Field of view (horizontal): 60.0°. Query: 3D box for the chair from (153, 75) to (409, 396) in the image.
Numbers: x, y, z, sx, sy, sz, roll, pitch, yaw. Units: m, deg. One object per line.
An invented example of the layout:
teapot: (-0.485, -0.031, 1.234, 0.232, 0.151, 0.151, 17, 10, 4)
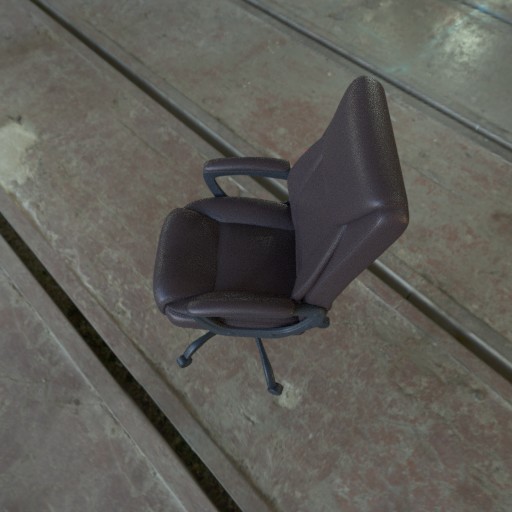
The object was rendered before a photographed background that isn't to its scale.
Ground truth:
chair: (0.000, 0.000, 1.442, 0.655, 1.072, 0.615, 1, 57, 1)
